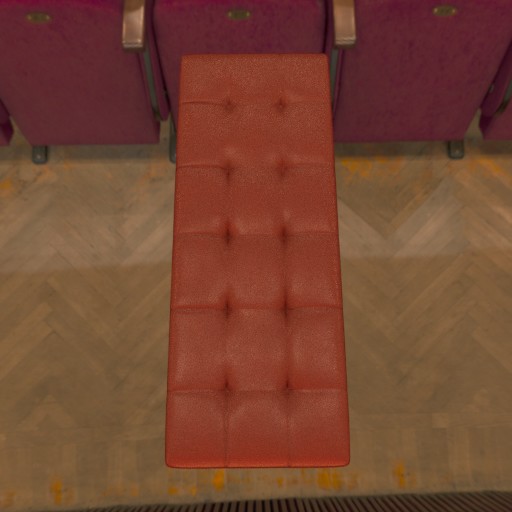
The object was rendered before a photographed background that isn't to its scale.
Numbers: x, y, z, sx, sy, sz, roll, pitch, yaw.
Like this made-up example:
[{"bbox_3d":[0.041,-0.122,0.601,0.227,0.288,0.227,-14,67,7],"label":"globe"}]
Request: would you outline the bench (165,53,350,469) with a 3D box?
[{"bbox_3d":[0.000,0.000,1.340,0.432,0.460,1.105,0,76,0],"label":"bench"}]
